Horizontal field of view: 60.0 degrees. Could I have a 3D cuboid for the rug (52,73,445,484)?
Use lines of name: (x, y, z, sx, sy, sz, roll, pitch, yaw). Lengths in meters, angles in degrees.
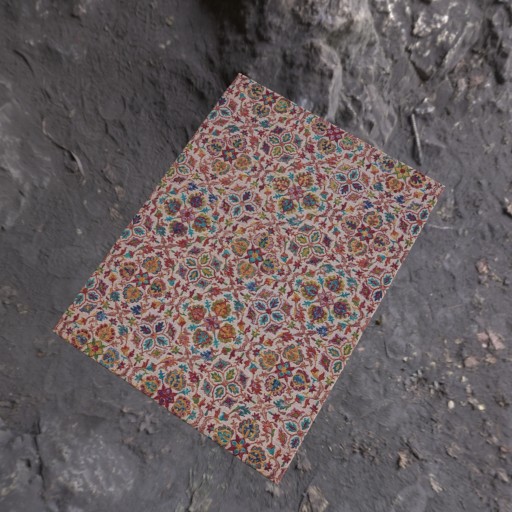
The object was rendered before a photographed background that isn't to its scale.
rug: (0.000, 0.000, 4.251, 2.446, 0.020, 3.215, 31, 78, 7)
